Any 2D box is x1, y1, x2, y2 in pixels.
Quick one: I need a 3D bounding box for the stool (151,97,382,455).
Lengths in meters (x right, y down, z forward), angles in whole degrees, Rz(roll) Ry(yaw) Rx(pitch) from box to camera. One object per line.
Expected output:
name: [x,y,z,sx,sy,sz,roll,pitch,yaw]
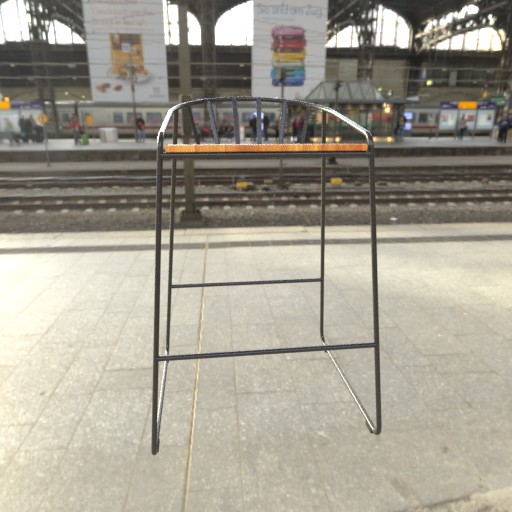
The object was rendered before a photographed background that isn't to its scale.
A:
stool: [0.000,0.000,1.165,0.546,0.812,0.521,-2,17,-7]
